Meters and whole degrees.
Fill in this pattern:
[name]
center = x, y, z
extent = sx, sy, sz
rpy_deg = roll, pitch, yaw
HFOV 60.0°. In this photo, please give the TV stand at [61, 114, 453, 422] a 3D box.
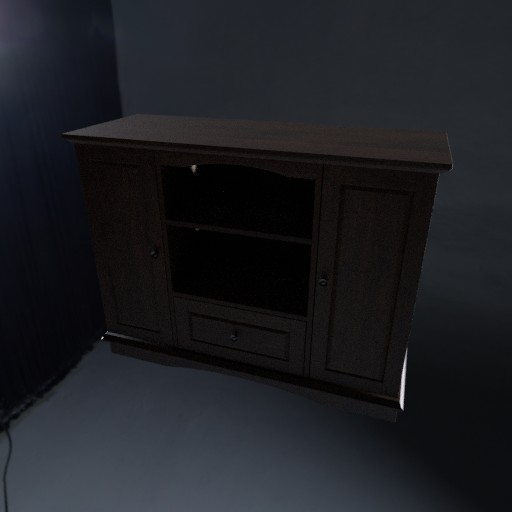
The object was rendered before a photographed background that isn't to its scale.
[TV stand]
center = 0.000, 0.000, 1.492
extent = 1.067, 0.813, 0.406
rpy_deg = 9, 27, 17
